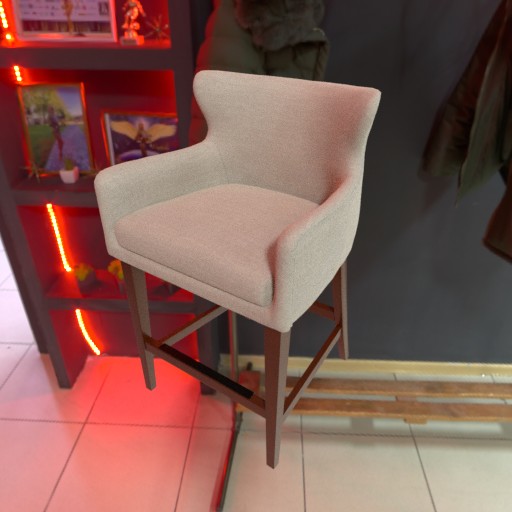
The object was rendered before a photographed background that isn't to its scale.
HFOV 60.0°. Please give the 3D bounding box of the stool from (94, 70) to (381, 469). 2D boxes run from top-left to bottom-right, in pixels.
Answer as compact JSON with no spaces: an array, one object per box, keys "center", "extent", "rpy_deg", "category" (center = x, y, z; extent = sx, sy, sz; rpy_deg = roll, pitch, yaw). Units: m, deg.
[{"center":[0.000,0.000,1.359],"extent":[0.615,0.987,0.637],"rpy_deg":[20,36,30],"category":"stool"}]
